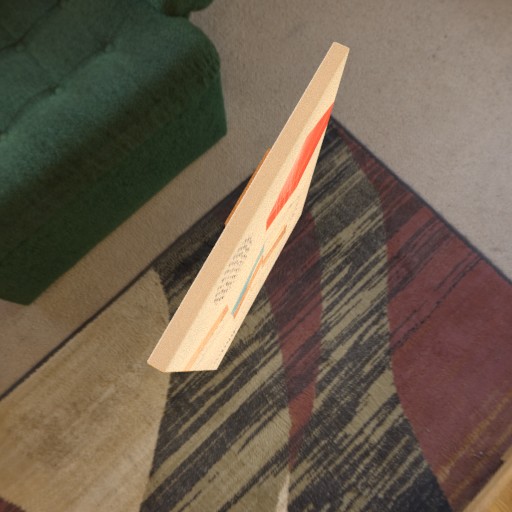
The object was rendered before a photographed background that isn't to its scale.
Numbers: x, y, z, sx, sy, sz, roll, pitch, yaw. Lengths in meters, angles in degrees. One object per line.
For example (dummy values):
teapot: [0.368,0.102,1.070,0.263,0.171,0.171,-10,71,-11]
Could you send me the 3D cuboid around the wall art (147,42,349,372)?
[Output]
wall art: [0.000,0.000,1.107,0.036,0.848,0.613,28,77,7]
